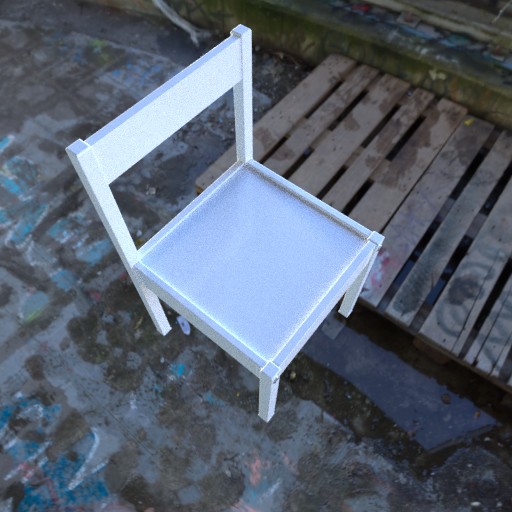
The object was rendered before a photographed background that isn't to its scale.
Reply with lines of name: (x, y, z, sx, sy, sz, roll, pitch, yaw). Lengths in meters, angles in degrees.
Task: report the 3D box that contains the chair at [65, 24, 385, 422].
chair: (0.000, 0.000, 0.686, 0.285, 0.505, 0.285, 35, 65, 19)
